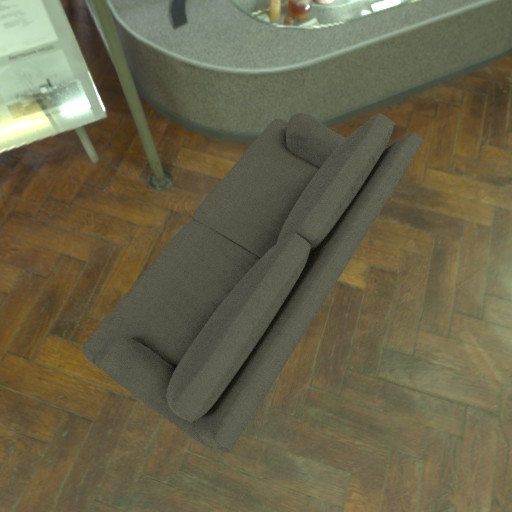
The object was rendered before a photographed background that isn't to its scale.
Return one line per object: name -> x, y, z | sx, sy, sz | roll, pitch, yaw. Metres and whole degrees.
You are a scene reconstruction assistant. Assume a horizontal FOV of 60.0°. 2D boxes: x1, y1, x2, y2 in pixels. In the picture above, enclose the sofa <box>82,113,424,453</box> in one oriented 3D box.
sofa -> 0.000, 0.000, 2.809 | 1.086, 1.087, 2.165 | 30, 67, 14
